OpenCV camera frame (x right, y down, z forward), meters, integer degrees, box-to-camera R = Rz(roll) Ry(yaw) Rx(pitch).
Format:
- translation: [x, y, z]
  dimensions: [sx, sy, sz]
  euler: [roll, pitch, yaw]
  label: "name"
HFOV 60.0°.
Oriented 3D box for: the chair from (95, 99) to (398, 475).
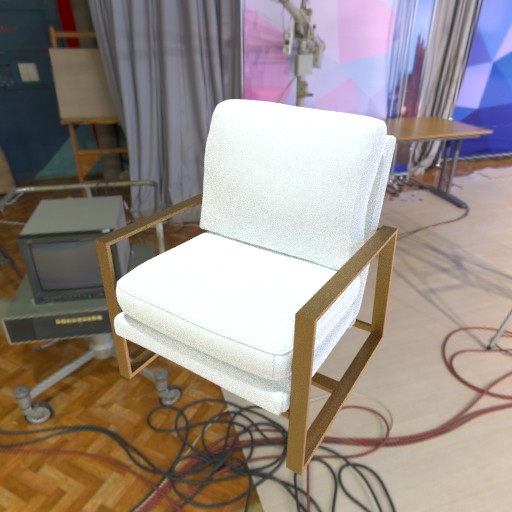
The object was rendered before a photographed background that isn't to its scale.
- translation: [0.000, 0.000, 1.588]
  dimensions: [0.805, 0.966, 0.813]
  euler: [17, 34, 28]
  label: "chair"
